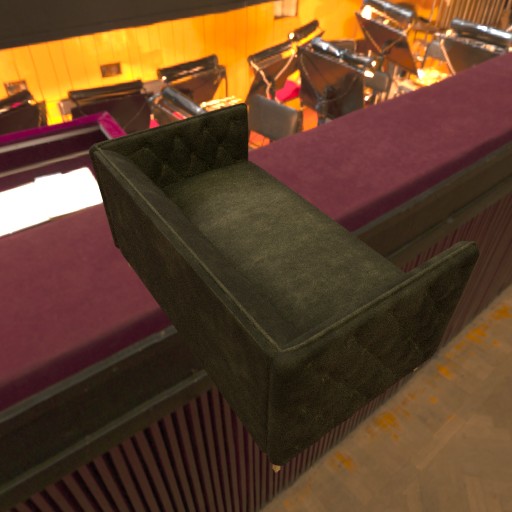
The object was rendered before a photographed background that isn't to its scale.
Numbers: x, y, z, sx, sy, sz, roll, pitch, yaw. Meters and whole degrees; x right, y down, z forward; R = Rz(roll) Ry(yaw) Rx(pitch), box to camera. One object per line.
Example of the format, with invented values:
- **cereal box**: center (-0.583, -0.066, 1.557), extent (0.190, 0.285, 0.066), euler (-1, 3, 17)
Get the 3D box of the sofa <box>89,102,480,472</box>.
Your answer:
- **sofa**: center (0.000, 0.000, 2.049), extent (0.895, 0.768, 1.537), euler (-25, 48, -25)
